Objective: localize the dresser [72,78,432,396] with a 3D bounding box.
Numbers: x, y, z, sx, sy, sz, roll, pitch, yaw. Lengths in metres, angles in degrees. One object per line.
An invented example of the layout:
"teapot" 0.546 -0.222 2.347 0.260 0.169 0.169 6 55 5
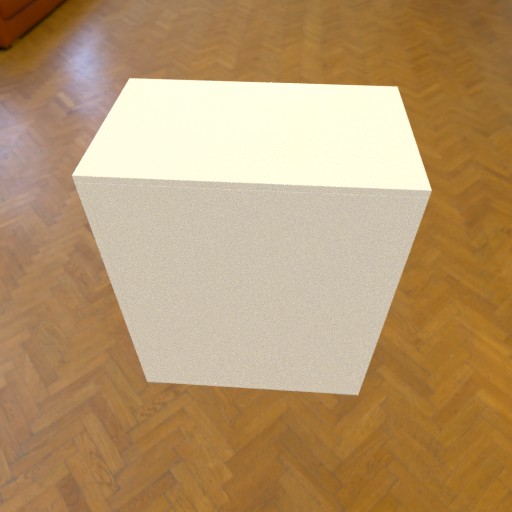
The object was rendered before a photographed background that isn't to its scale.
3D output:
"dresser" 0.000 0.000 1.224 0.650 0.800 0.400 3 46 3
